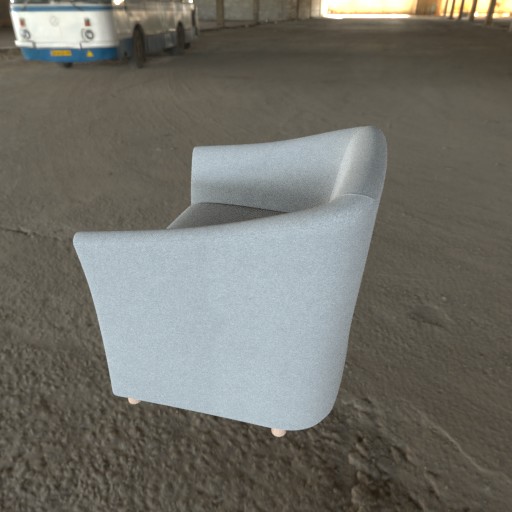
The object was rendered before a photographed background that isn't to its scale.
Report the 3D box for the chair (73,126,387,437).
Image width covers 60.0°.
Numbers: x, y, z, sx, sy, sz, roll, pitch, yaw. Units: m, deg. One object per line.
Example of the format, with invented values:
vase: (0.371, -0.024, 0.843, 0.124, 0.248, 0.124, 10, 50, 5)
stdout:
chair: (0.000, 0.000, 1.388, 0.700, 0.720, 0.790, 8, 30, 13)
